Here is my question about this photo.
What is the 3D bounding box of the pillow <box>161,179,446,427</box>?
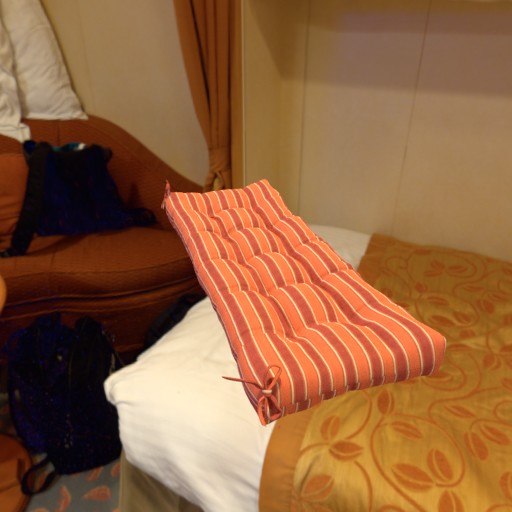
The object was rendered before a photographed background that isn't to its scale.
[{"bbox_3d":[0.000,0.000,1.371,0.511,0.174,1.194,-10,30,-17],"label":"pillow"}]
